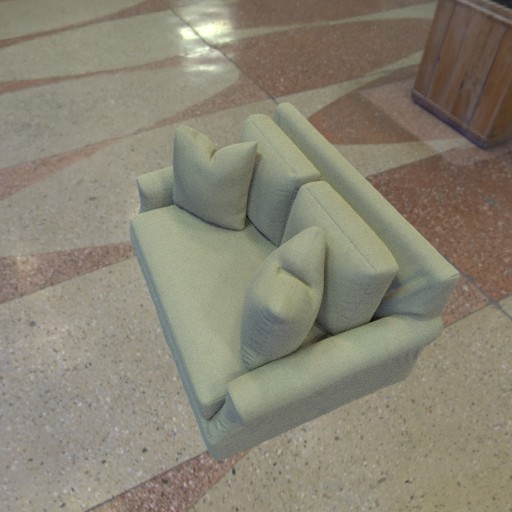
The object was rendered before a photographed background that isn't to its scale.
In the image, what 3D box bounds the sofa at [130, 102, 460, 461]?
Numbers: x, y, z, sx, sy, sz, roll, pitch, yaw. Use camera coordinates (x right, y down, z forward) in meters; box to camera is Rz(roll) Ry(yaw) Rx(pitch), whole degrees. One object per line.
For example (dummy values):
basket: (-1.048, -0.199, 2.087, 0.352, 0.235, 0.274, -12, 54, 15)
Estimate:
sofa: (0.000, 0.000, 2.207, 1.070, 0.905, 1.550, -18, 50, -16)
